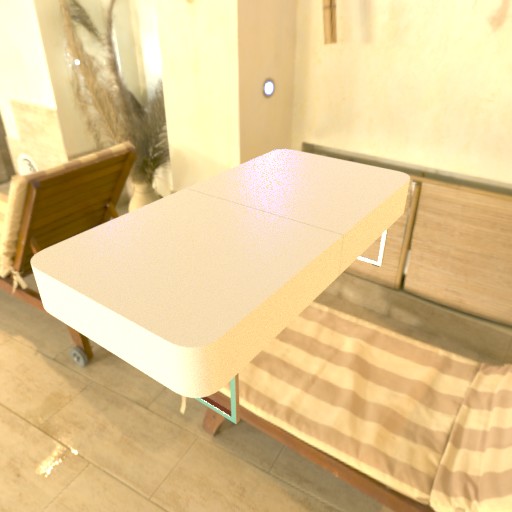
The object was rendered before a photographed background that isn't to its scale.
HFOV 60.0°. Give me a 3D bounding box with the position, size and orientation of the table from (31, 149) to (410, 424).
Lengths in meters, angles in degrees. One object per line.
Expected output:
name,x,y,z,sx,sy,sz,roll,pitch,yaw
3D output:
table,0.000,0.000,1.468,0.600,0.340,1.200,20,36,30
